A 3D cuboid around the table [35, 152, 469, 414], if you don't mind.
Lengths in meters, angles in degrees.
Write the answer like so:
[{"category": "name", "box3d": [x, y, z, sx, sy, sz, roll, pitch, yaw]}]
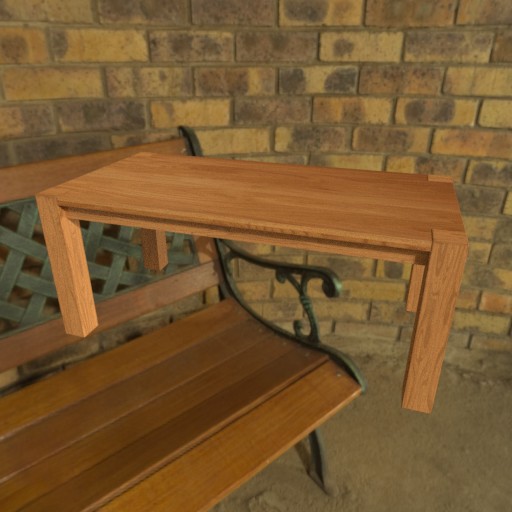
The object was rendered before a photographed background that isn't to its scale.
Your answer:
[{"category": "table", "box3d": [0.000, 0.000, 2.288, 1.800, 0.760, 0.900, 8, 27, 16]}]
